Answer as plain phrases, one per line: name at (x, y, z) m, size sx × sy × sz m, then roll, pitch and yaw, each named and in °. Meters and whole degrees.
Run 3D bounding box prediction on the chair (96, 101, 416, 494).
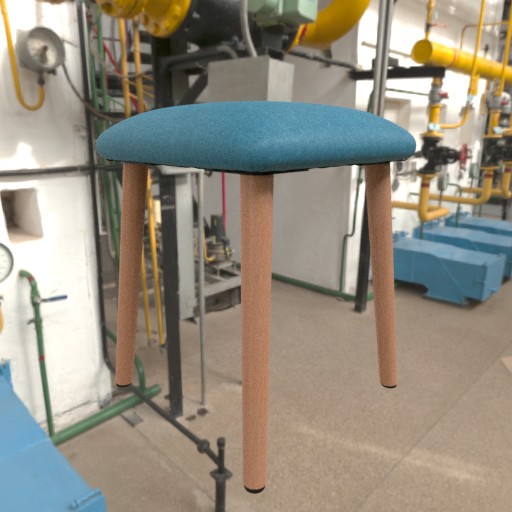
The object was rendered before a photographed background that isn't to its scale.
chair at (0.000, 0.000, 0.690) m, size 0.360 × 0.450 × 0.360 m, roll -15°, pitch 21°, yaw -43°
